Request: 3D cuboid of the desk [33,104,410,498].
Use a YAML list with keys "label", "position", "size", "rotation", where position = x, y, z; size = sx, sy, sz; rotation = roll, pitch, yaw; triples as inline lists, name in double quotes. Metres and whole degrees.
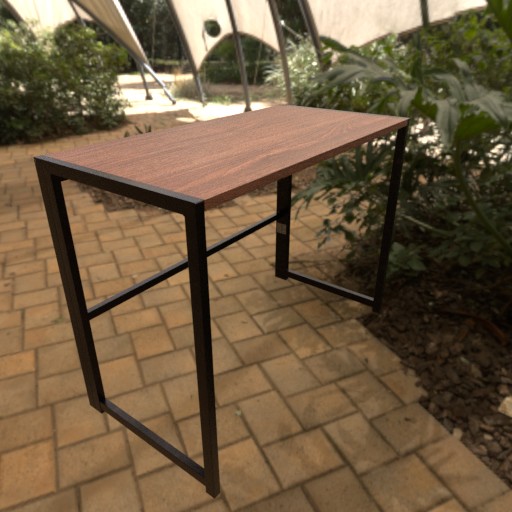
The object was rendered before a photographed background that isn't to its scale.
- label: "desk"
  position: [0.000, 0.000, 1.404]
  size: [0.508, 0.762, 1.016]
  rotation: [19, 32, 32]
